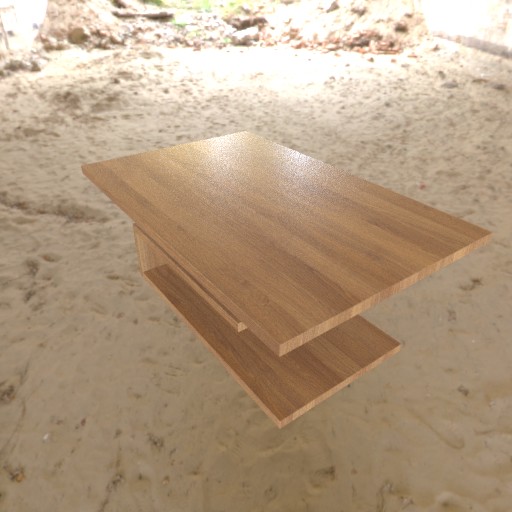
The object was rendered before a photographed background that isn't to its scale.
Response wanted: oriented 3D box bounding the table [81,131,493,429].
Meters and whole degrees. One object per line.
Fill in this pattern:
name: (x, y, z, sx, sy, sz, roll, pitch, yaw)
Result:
table: (0.000, 0.000, 1.451, 0.700, 0.442, 1.100, -21, 38, -30)
